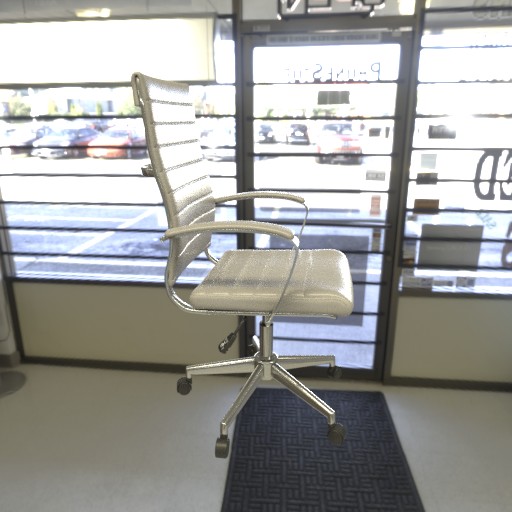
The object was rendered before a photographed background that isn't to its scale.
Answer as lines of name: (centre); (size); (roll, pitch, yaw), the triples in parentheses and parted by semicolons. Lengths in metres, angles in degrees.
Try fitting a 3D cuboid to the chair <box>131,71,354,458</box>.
chair: (0.000, 0.000, 1.529); (0.667, 1.149, 0.679); (3, 17, 9)
